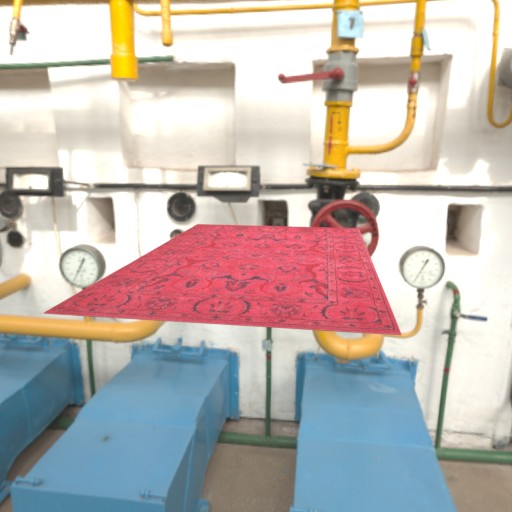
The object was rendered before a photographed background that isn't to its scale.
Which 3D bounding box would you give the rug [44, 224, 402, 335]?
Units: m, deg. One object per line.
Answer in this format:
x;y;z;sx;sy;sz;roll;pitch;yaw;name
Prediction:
0.000;0.000;3.015;1.534;0.010;2.423;2;14;9;rug
